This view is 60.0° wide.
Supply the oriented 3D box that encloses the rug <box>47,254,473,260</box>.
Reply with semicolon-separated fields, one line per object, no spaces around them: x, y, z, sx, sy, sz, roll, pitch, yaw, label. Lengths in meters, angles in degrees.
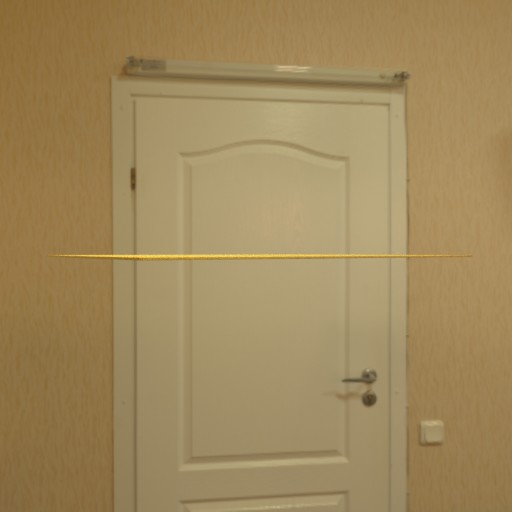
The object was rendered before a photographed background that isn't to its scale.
0.000;0.000;4.256;3.242;0.015;2.486;0;1;-35;rug
